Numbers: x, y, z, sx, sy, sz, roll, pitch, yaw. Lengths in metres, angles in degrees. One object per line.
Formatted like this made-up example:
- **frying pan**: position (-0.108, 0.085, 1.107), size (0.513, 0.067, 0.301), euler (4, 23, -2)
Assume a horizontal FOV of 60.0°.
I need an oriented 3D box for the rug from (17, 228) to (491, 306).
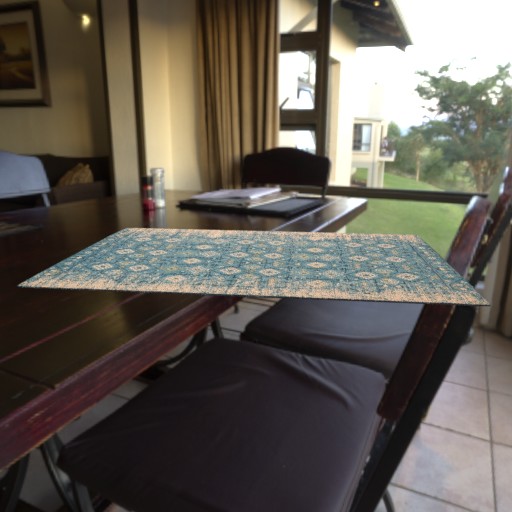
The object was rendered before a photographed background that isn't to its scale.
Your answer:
- **rug**: position (0.000, 0.000, 2.172), size (1.795, 0.008, 1.102), euler (2, 16, 6)
